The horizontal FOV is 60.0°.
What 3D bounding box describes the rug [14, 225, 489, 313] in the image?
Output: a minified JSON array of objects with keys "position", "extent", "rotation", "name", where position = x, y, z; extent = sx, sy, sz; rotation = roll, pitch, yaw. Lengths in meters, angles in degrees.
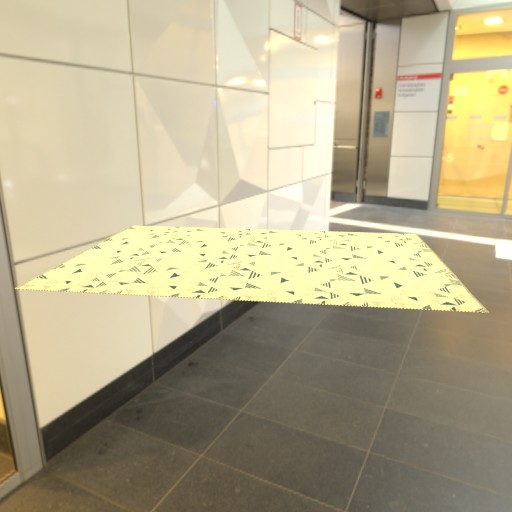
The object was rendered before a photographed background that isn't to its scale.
[{"position":[0.000,0.000,2.258],"extent":[1.835,0.003,1.206],"rotation":[2,16,7],"name":"rug"}]
